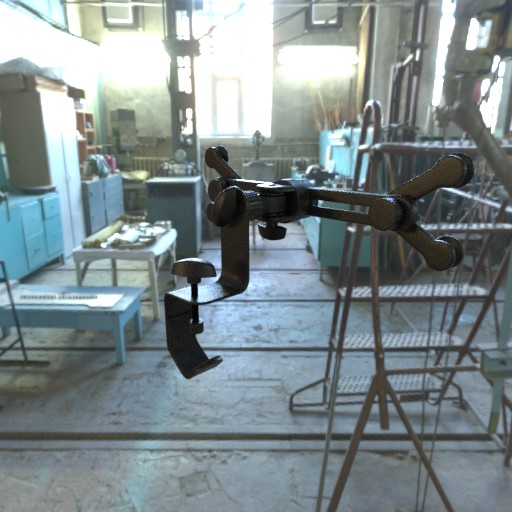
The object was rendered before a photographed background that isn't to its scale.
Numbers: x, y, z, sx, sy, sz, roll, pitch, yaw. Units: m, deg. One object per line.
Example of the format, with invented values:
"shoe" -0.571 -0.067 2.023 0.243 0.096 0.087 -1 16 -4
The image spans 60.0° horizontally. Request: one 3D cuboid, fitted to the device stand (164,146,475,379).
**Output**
"device stand" 0.000 0.000 0.358 0.142 0.166 0.270 -15 21 -43
